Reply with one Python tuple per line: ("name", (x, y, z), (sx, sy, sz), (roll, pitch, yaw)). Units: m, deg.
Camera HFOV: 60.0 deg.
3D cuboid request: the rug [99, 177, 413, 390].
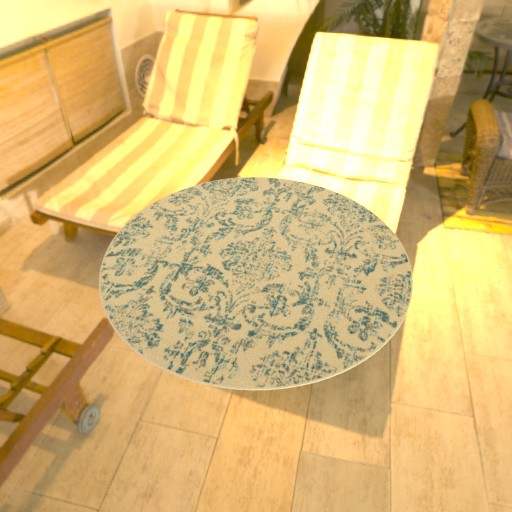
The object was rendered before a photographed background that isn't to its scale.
("rug", (0.000, 0.000, 2.326), (1.593, 0.012, 1.593), (0, 41, 0))
